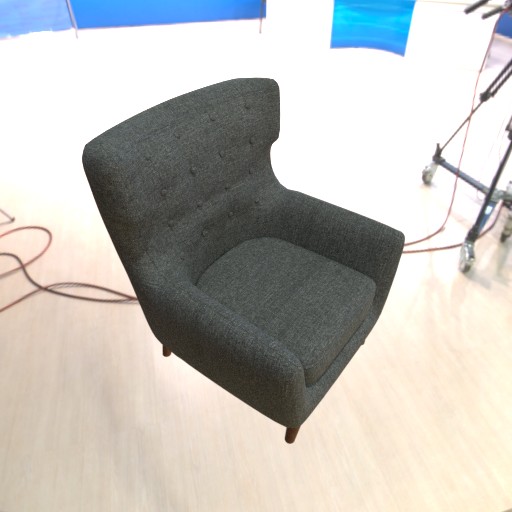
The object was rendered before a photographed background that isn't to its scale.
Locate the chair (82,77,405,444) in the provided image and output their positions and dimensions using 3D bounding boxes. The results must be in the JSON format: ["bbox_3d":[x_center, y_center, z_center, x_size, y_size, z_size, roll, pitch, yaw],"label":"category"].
[{"bbox_3d":[0.000,0.000,1.743,0.904,1.063,0.878,26,47,27],"label":"chair"}]
